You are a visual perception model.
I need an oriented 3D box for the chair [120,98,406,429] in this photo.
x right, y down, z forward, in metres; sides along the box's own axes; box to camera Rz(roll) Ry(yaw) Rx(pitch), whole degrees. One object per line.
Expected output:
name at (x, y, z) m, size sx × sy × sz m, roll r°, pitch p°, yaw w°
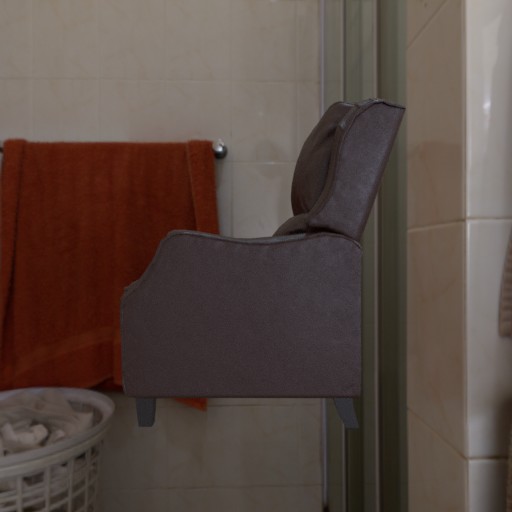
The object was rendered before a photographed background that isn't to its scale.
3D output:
chair at (0.000, 0.000, 1.803) m, size 0.982 × 1.132 × 0.770 m, roll 0°, pitch 0°, yaw 0°
